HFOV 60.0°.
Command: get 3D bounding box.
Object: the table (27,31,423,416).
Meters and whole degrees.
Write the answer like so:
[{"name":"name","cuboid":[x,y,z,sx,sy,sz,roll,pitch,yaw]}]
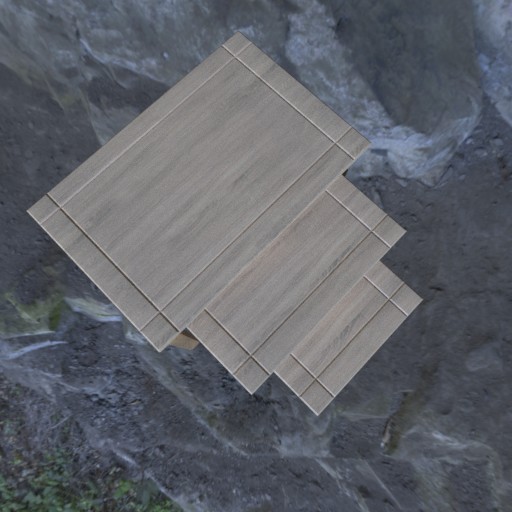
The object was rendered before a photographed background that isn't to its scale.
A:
[{"name":"table","cuboid":[0.000,0.000,1.226,0.773,0.535,0.660,44,80,10]}]
